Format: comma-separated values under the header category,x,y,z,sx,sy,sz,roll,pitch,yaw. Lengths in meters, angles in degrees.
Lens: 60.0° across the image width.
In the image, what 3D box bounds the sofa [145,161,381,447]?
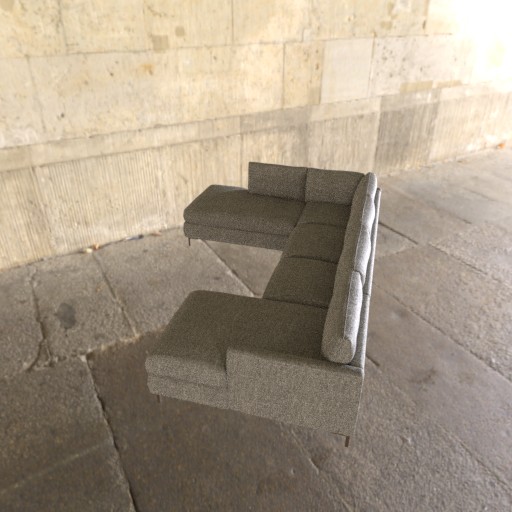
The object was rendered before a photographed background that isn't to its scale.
category,x,y,z,sx,sy,sz,roll,pitch,yaw
sofa,0.000,0.000,3.649,1.879,0.756,2.737,8,31,14
